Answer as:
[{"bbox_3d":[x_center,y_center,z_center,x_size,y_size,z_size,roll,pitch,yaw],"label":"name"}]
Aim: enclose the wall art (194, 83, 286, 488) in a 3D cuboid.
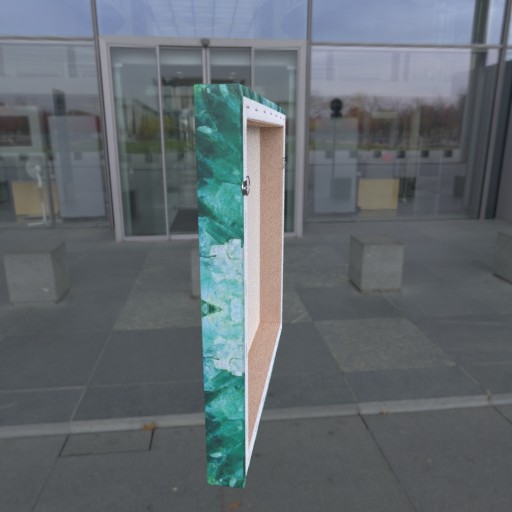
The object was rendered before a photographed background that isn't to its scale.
[{"bbox_3d":[0.000,0.000,0.474,0.033,0.313,0.313,2,15,9],"label":"wall art"}]
